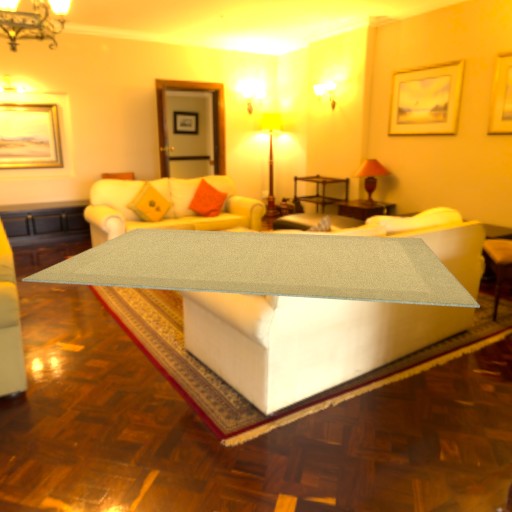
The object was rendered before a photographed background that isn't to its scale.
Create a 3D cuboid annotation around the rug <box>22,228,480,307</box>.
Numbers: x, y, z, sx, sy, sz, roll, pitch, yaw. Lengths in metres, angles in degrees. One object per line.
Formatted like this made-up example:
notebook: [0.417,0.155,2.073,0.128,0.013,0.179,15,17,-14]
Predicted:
rug: [0.000,0.000,3.041,2.438,0.014,1.524,3,15,9]
